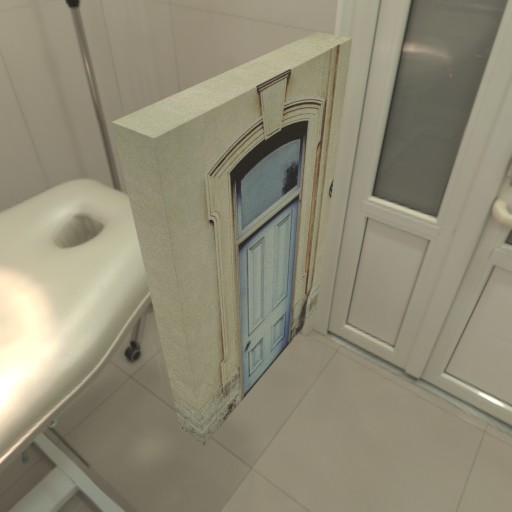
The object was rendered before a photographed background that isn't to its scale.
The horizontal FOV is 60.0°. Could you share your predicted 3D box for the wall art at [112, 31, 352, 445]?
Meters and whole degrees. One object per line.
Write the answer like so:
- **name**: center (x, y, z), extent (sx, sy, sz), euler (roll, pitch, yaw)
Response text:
- **wall art**: center (0.000, 0.000, 0.470), extent (0.038, 0.381, 0.254), euler (26, 47, 26)
